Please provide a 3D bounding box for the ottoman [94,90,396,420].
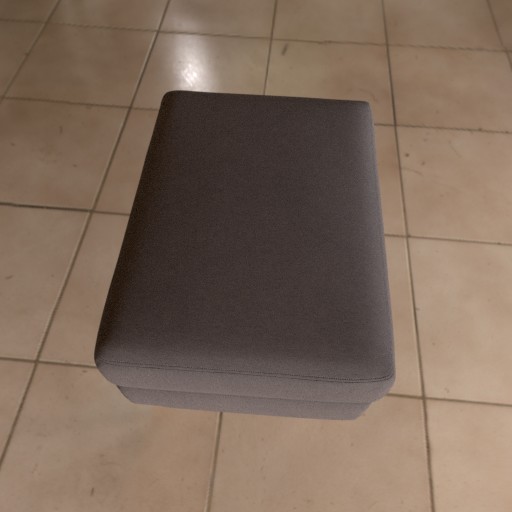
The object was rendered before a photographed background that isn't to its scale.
[{"bbox_3d":[0.000,0.000,1.148,0.574,0.497,0.773,4,59,2],"label":"ottoman"}]
